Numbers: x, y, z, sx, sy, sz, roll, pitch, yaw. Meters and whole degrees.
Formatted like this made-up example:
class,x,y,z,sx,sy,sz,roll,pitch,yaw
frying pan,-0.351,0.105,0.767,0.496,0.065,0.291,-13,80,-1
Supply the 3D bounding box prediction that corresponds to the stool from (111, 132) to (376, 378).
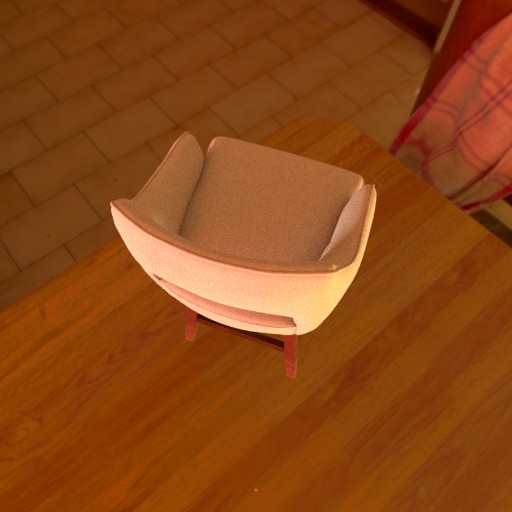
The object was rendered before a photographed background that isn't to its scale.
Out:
class,x,y,z,sx,sy,sz,roll,pitch,yaw
stool,0.000,0.000,1.278,0.550,0.936,0.560,18,64,9
